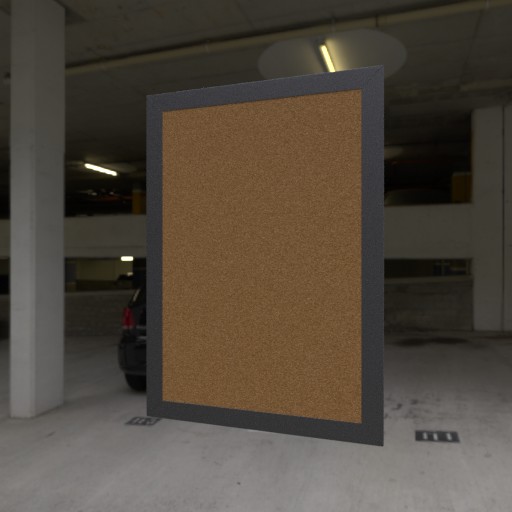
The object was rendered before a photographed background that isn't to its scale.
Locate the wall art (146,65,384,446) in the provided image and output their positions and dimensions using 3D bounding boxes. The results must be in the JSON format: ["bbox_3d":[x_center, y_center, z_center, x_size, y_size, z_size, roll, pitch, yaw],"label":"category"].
[{"bbox_3d":[0.000,0.000,0.685,0.380,0.534,0.013,0,0,18],"label":"wall art"}]
